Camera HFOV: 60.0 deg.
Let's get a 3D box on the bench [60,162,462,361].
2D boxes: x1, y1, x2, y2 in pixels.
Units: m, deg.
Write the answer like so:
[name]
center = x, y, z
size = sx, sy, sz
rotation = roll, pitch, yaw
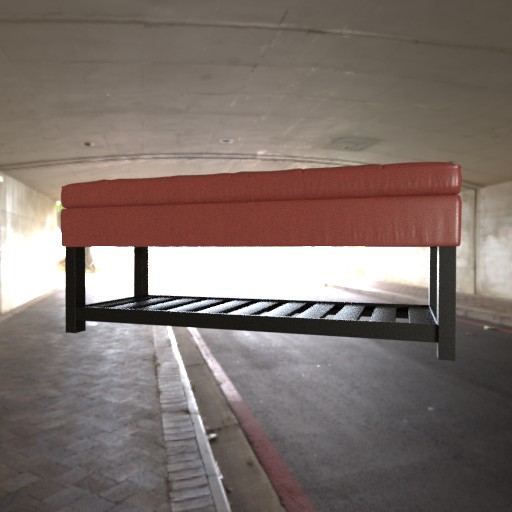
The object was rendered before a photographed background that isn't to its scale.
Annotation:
[bench]
center = 0.000, 0.000, 1.352
size = 1.105, 0.460, 0.432
rotation = 0, 1, 18
